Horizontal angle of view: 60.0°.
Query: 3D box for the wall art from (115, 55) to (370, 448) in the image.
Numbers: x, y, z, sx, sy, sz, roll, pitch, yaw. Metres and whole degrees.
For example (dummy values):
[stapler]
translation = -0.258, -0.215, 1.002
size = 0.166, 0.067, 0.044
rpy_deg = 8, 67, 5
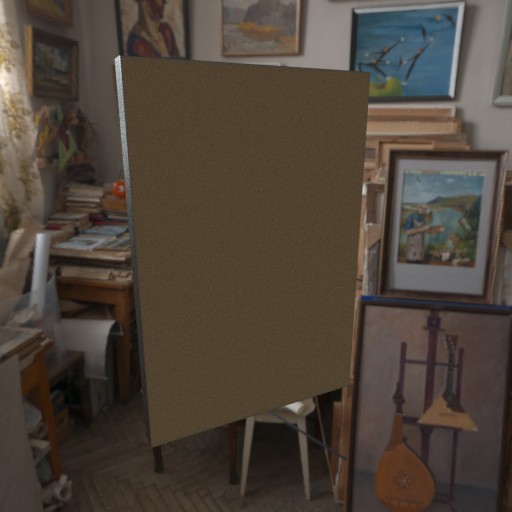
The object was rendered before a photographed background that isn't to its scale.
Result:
[wall art]
translation = 0.000, 0.000, 0.577
size = 0.313, 0.457, 0.031
rpy_deg = -8, 18, -26
